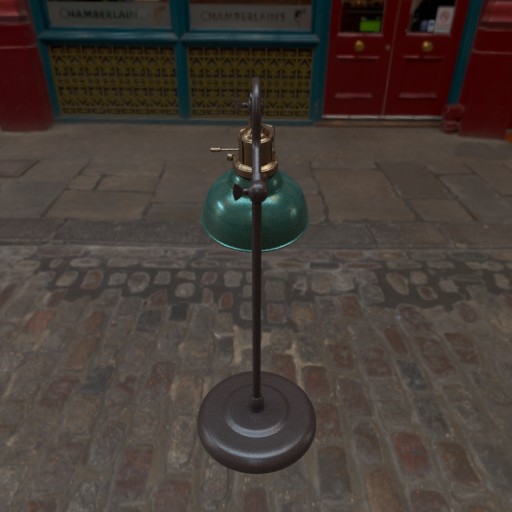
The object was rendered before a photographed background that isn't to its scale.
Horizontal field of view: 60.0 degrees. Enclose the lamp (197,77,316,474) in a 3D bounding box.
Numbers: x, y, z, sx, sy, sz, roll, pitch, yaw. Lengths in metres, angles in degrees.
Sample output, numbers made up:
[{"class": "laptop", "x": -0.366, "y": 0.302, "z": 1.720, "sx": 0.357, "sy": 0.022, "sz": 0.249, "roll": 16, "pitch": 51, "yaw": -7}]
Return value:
[{"class": "lamp", "x": 0.000, "y": 0.000, "z": 0.672, "sx": 0.192, "sy": 0.508, "sz": 0.374, "roll": 0, "pitch": 30, "yaw": -1}]
